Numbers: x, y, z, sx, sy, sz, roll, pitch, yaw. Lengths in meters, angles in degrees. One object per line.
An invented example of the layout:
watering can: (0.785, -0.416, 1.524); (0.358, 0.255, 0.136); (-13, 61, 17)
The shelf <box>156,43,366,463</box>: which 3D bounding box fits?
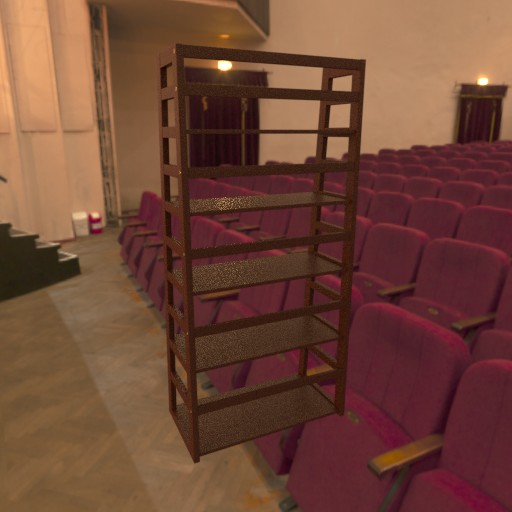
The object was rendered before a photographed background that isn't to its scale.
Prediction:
shelf: (0.000, 0.000, 1.959); (0.763, 1.600, 0.403); (-7, 17, -25)
